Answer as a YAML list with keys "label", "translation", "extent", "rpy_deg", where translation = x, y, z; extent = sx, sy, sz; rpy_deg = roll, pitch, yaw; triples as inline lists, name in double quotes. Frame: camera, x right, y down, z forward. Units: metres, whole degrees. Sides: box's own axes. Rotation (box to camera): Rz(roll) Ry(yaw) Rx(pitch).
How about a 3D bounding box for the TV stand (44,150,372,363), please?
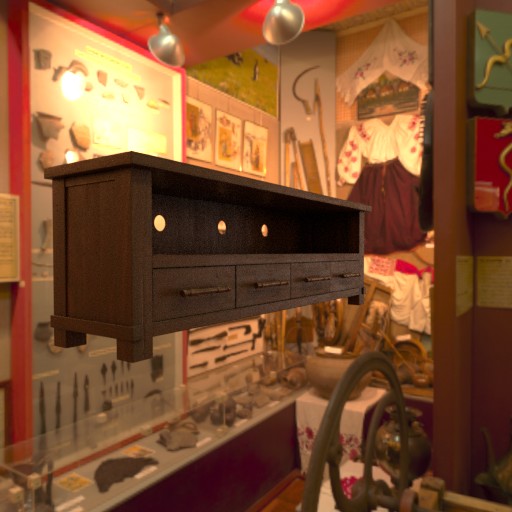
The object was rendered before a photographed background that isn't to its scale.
- label: "TV stand"
  translation: [0.000, 0.000, 2.146]
  extent: [0.471, 0.615, 1.866]
  rpy_deg: [0, 1, 35]
